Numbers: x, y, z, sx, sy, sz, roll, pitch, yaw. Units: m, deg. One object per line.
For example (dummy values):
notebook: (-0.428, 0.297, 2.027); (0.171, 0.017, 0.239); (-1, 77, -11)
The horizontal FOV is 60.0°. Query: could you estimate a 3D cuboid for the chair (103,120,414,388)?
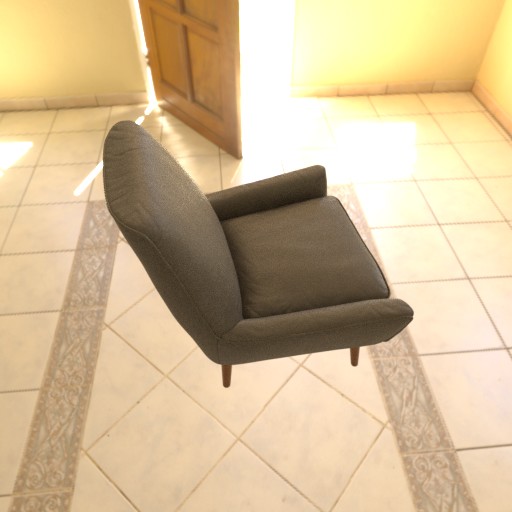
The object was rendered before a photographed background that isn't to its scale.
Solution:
chair: (0.000, 0.000, 1.530); (0.822, 0.888, 0.787); (-11, 48, -10)
